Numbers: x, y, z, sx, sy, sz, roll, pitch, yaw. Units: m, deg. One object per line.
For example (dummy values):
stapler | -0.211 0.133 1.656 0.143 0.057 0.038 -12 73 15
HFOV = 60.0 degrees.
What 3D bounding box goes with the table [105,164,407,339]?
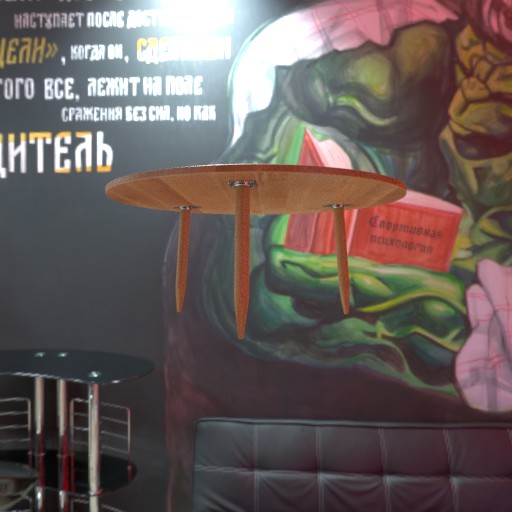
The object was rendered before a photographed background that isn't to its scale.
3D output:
table | 0.000 0.000 1.397 0.900 0.400 0.900 0 0 0
